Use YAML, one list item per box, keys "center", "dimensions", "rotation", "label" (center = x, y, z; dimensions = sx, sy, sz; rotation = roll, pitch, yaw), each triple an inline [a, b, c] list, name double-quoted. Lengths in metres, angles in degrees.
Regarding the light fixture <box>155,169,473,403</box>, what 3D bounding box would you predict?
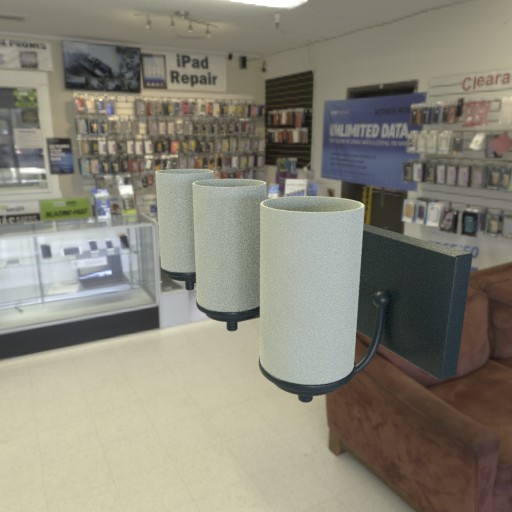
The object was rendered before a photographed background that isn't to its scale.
- center: [0.000, 0.000, 0.514]
  dimensions: [0.145, 0.172, 0.451]
  rotation: [-8, 18, -26]
  label: "light fixture"
